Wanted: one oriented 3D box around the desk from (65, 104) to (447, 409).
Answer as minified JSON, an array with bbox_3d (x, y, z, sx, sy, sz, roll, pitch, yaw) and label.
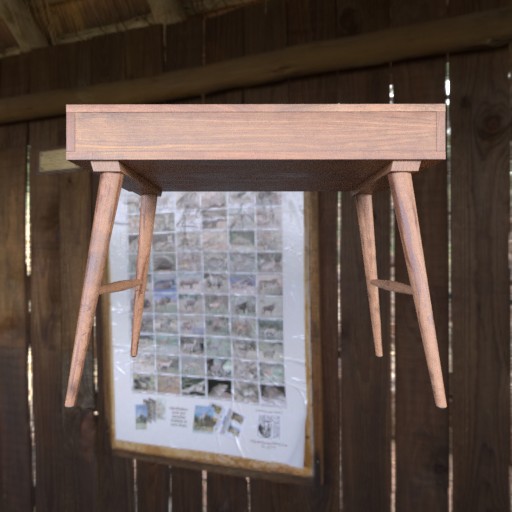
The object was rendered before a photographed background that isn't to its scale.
[{"bbox_3d":[0.000,0.000,1.383,0.949,0.758,0.588,0,0,0],"label":"desk"}]
